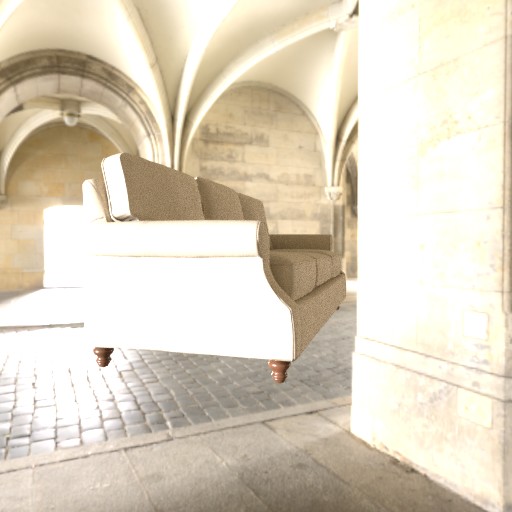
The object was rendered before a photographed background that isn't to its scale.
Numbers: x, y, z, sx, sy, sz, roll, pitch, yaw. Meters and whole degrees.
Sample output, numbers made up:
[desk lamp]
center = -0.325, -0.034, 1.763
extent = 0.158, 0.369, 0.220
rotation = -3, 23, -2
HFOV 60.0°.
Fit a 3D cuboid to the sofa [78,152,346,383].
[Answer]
[sofa]
center = 0.000, 0.000, 2.827
extent = 0.966, 0.948, 2.354
rotation = 0, 1, 16
